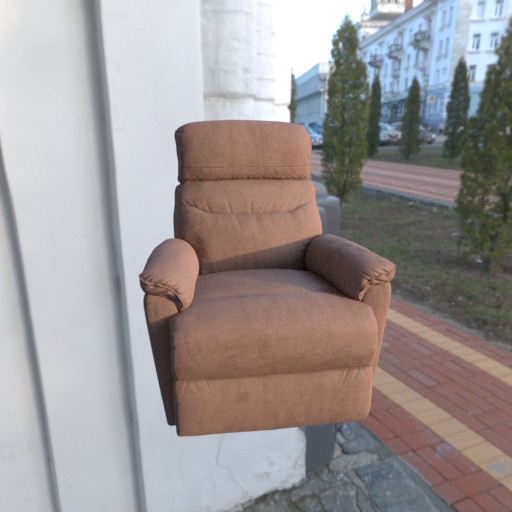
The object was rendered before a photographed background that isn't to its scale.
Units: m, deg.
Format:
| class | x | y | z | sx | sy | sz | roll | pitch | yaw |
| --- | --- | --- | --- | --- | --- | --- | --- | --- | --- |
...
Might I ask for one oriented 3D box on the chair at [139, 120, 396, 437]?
| class | x | y | z | sx | sy | sz | roll | pitch | yaw |
| --- | --- | --- | --- | --- | --- | --- | --- | --- | --- |
| chair | 0.000 | 0.000 | 1.752 | 0.820 | 1.037 | 1.004 | -2 | 17 | -8 |
